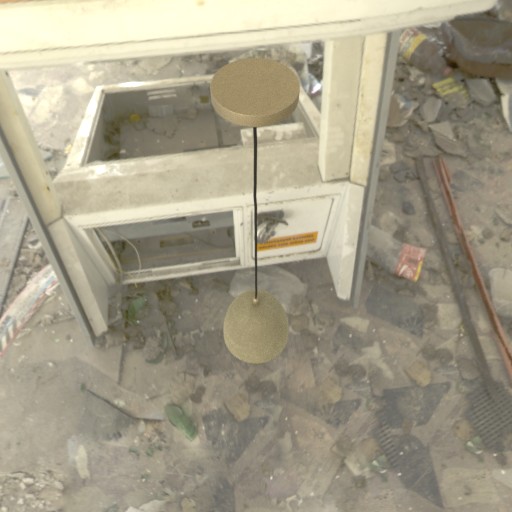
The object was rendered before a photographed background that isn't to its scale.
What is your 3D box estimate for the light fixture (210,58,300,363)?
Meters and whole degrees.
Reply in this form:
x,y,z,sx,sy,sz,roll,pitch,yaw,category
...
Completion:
x,y,z,sx,sy,sz,roll,pitch,yaw,category
0.000,0.000,0.841,0.170,0.759,0.170,15,60,9,light fixture
